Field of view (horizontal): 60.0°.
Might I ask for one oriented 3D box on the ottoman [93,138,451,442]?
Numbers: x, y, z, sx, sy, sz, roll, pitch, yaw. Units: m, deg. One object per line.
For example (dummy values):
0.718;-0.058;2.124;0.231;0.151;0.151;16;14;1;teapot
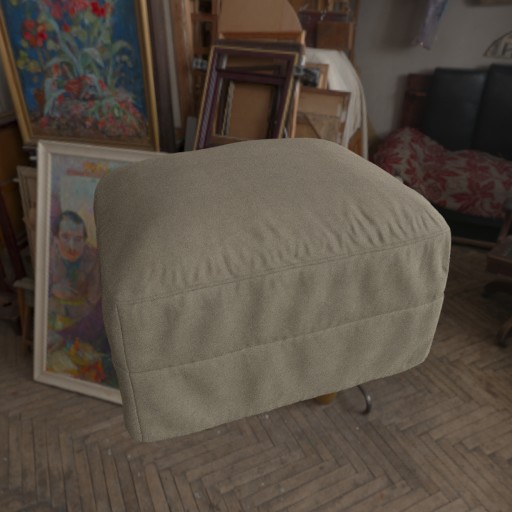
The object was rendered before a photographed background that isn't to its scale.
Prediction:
0.000;0.000;1.056;0.712;0.480;0.584;-10;32;-16;ottoman
